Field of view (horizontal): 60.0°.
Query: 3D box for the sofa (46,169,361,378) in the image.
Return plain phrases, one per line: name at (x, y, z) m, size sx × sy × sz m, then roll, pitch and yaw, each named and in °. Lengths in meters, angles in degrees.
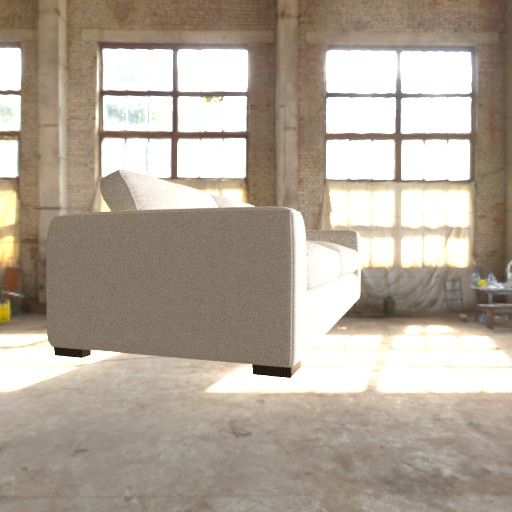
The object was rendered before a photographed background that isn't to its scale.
sofa at (0.000, 0.000, 2.688) m, size 1.070 × 0.801 × 2.262 m, roll 0°, pitch 1°, yaw 19°
